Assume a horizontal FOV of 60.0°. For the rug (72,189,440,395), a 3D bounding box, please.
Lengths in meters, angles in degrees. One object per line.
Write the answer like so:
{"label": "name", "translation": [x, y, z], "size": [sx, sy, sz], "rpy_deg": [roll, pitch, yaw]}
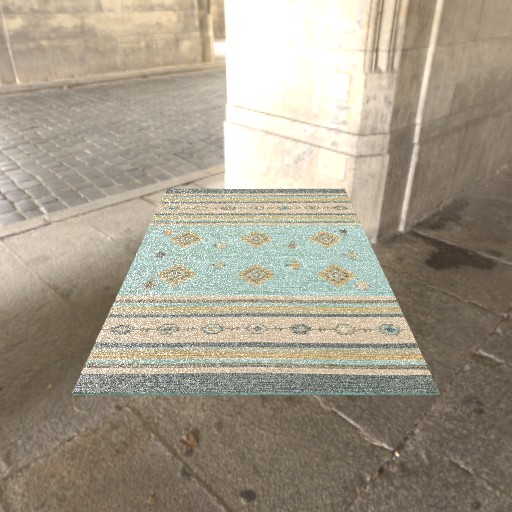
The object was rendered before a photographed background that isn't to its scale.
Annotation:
{"label": "rug", "translation": [0.000, 0.000, 2.243], "size": [1.212, 0.010, 1.811], "rpy_deg": [0, 30, 0]}
